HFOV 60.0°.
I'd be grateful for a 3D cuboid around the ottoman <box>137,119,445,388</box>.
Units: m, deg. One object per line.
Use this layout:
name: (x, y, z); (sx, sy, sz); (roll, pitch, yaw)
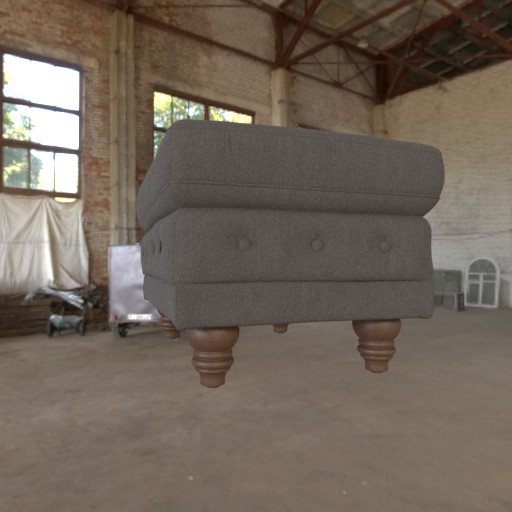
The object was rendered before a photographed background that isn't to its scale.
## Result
ottoman: (0.000, 0.000, 1.157); (0.569, 0.500, 0.771); (0, -1, -18)
